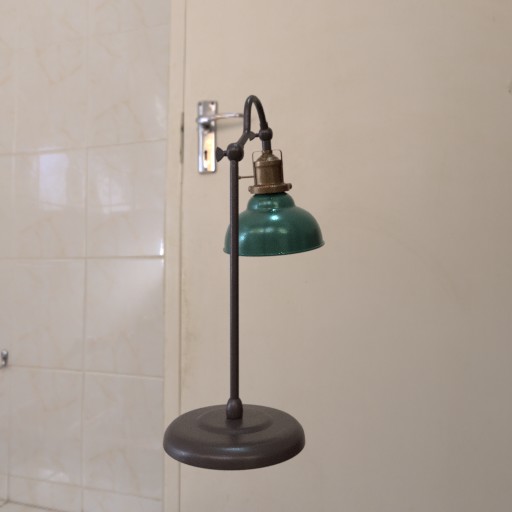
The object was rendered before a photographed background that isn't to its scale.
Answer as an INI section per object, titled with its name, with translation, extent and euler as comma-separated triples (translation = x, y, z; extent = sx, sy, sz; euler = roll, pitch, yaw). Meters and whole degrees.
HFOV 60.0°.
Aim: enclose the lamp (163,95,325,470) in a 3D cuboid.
[lamp]
translation = 0.000, 0.000, 0.701
extent = 0.192, 0.508, 0.374
euler = -1, -2, 19
